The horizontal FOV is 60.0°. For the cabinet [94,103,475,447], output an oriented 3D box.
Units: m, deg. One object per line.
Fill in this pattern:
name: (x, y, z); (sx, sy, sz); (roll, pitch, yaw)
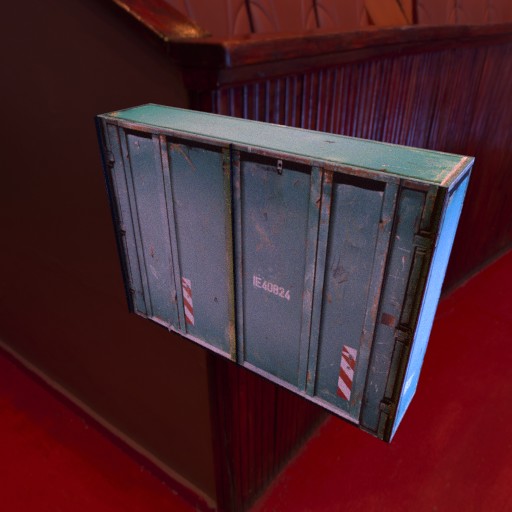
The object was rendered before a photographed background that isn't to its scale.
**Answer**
cabinet: (0.000, 0.000, 3.931); (3.001, 2.160, 0.680); (19, 35, 30)
